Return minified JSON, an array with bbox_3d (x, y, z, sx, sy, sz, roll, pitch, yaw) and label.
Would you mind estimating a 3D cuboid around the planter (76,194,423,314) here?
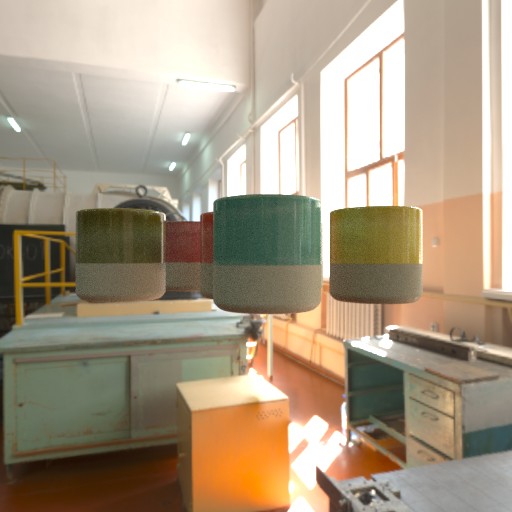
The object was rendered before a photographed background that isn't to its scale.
[{"bbox_3d":[0.000,0.000,0.408,0.286,0.075,0.257,0,0,18],"label":"planter"}]
